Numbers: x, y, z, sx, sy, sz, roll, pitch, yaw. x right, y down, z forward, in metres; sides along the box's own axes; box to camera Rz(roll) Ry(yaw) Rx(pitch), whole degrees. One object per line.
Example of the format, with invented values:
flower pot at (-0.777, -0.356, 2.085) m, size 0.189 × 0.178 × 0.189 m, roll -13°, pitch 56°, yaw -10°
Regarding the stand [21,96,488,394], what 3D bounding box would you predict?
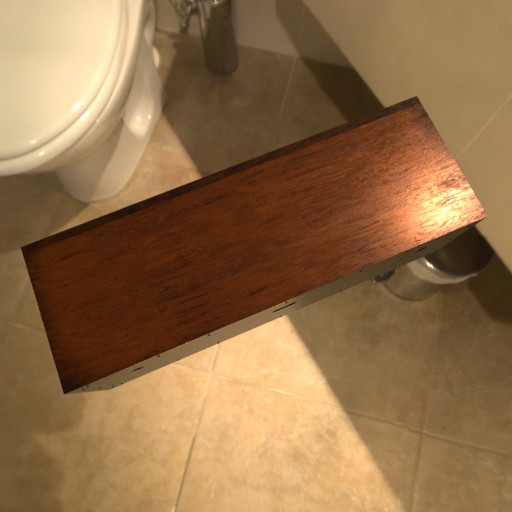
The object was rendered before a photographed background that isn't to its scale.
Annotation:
stand at (0.000, 0.000, 1.667) m, size 1.372 × 0.610 × 0.481 m, roll -22°, pitch 76°, yaw -6°
